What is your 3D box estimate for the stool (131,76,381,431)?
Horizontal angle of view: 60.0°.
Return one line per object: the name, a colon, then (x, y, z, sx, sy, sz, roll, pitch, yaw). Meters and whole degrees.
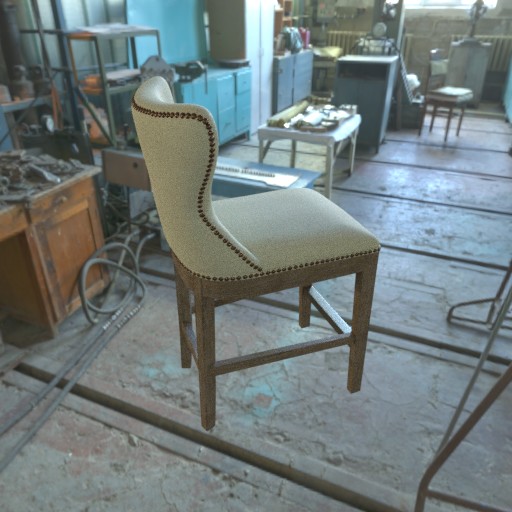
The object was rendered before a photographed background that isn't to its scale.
stool: (0.000, 0.000, 1.337, 0.608, 0.981, 0.498, -11, 32, -18)
